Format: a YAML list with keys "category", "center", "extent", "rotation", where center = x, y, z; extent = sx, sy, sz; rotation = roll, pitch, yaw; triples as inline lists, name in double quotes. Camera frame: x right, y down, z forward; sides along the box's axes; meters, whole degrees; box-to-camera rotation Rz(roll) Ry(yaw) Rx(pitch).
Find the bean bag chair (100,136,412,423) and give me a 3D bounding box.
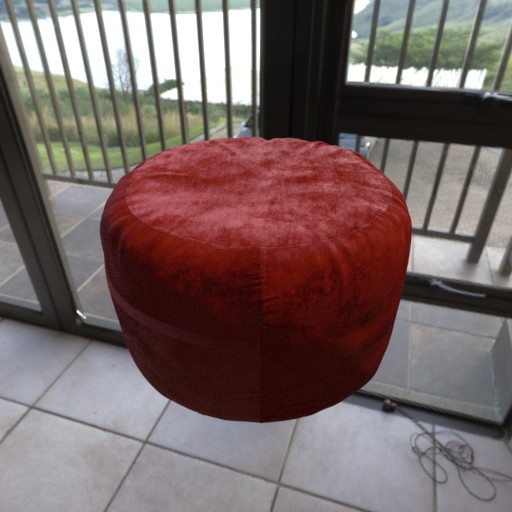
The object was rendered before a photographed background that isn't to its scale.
- category: "bean bag chair"
  center: [0.000, 0.000, 1.894]
  extent: [1.219, 0.762, 1.219]
  rotation: [0, 35, 0]
